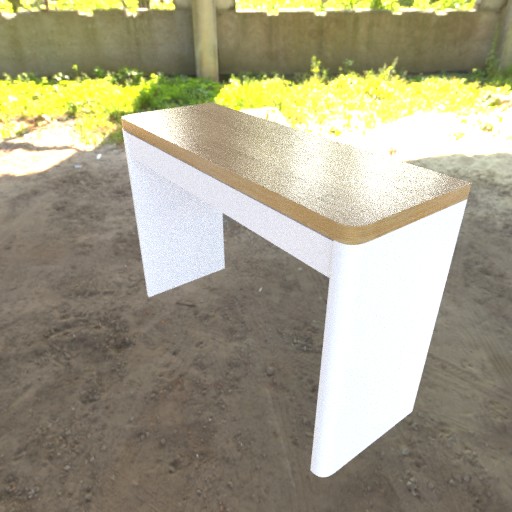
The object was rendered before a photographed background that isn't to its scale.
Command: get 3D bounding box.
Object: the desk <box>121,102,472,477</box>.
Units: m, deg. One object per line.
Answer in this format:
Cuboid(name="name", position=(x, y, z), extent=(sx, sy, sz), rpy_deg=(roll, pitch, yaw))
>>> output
Cuboid(name="desk", position=(0.000, 0.000, 1.470), extent=(0.390, 0.760, 1.100), rpy_deg=(-21, 36, -31))
